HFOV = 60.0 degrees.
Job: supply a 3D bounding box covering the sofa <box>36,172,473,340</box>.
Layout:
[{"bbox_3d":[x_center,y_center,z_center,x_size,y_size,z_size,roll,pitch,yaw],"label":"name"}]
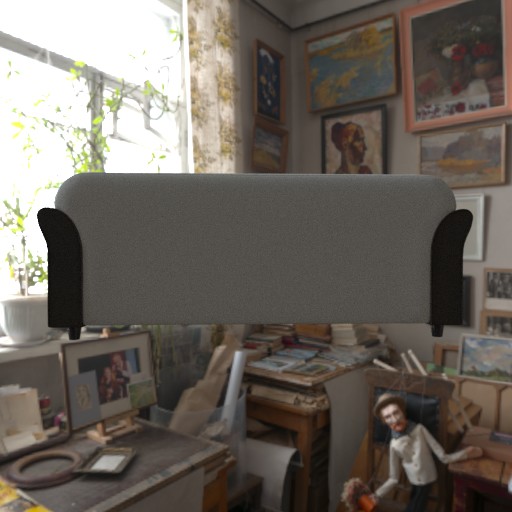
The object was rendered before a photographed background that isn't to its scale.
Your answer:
[{"bbox_3d":[0.000,0.000,2.400,2.001,0.787,0.755,0,0,-3],"label":"sofa"}]
